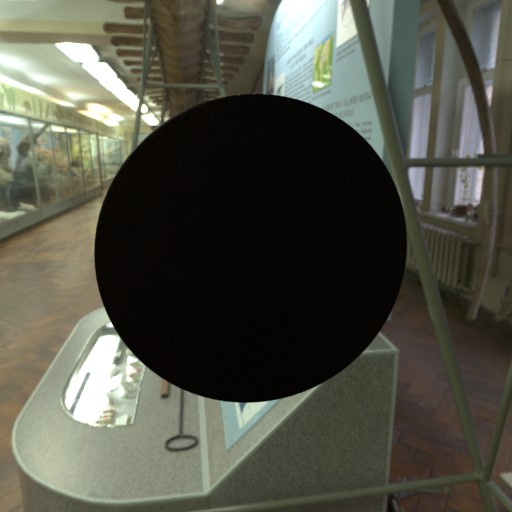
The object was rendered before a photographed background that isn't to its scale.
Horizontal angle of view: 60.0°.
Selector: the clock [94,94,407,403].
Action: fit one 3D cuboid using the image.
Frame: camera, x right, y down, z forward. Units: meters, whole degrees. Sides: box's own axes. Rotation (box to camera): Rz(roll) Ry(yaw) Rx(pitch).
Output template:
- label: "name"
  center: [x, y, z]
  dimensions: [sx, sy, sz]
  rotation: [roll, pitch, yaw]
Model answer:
- label: "clock"
  center: [0.000, 0.000, 0.459]
  dimensions: [0.314, 0.314, 0.040]
  rotation: [-2, 13, -8]
